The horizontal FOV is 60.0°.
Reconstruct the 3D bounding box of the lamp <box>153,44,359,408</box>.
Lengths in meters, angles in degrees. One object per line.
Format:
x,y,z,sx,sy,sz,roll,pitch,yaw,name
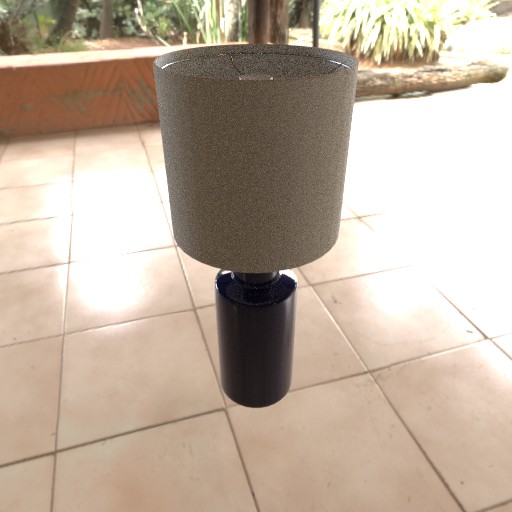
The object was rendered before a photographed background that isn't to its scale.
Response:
0.000,0.000,0.598,0.212,0.493,0.212,-10,35,-15,lamp
